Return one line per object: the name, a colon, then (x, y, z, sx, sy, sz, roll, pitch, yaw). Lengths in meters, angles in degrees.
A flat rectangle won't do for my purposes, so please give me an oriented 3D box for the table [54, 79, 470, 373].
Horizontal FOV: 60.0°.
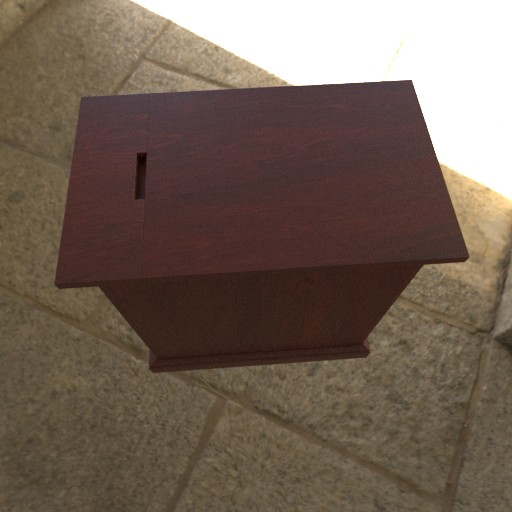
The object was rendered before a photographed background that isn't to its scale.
table: (0.000, 0.000, 0.974, 0.584, 0.612, 0.356, -4, 63, -2)
